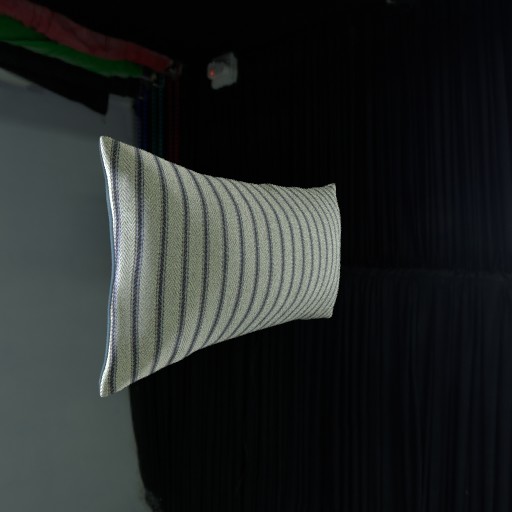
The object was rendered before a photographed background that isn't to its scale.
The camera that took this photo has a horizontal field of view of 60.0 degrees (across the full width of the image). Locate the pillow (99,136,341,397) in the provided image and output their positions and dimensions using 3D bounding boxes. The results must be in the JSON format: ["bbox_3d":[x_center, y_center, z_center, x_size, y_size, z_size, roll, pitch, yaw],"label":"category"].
[{"bbox_3d":[0.000,0.000,0.743,0.151,0.305,0.609,1,2,35],"label":"pillow"}]
